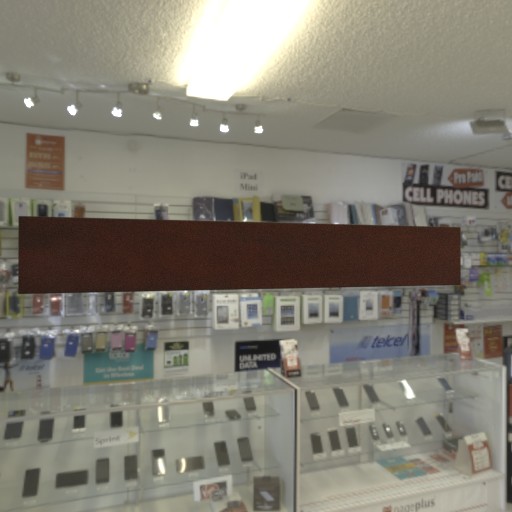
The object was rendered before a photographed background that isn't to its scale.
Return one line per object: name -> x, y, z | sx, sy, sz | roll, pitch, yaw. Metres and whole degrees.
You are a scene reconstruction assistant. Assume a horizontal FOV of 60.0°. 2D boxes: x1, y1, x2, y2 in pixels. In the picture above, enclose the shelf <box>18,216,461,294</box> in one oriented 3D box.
shelf -> 0.000, 0.000, 0.661 | 0.607, 0.088, 0.152 | 0, 0, -17
